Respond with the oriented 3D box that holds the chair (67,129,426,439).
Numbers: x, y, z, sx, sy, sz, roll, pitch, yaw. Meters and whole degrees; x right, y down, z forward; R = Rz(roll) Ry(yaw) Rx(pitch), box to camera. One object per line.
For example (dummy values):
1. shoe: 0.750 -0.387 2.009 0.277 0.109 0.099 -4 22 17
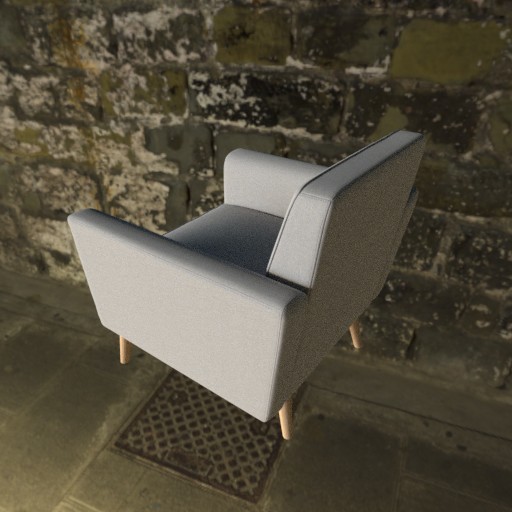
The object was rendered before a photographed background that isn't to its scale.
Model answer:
1. chair: 0.000 0.000 1.388 0.750 0.780 0.780 21 36 31
